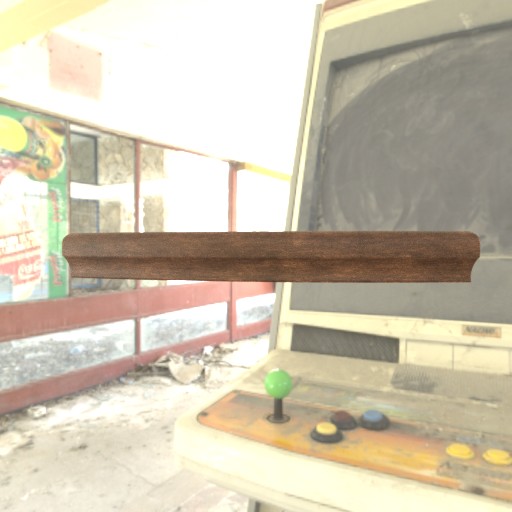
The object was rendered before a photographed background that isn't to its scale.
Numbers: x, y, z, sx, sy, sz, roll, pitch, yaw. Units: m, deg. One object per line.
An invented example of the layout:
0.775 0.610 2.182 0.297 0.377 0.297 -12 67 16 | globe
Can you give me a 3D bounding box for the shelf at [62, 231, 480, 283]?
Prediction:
0.000 0.000 0.460 0.310 0.050 0.310 -1 2 -36 | shelf
